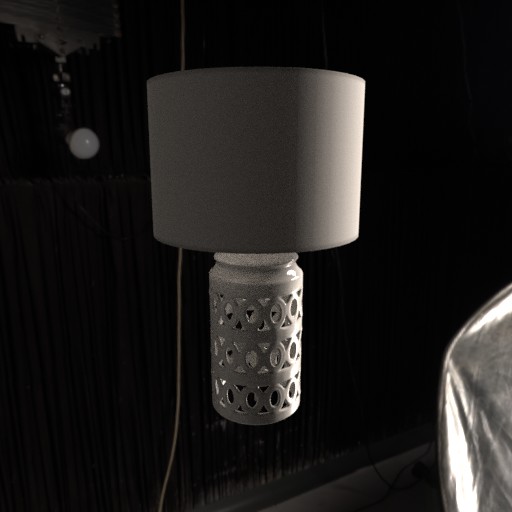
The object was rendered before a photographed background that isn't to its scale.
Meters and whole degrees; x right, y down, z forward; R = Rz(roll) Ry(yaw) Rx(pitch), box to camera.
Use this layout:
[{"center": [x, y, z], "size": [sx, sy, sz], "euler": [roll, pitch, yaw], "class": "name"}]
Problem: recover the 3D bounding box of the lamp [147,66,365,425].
[{"center": [0.000, 0.000, 0.695], "size": [0.310, 0.502, 0.310], "euler": [0, 14, 0], "class": "lamp"}]
